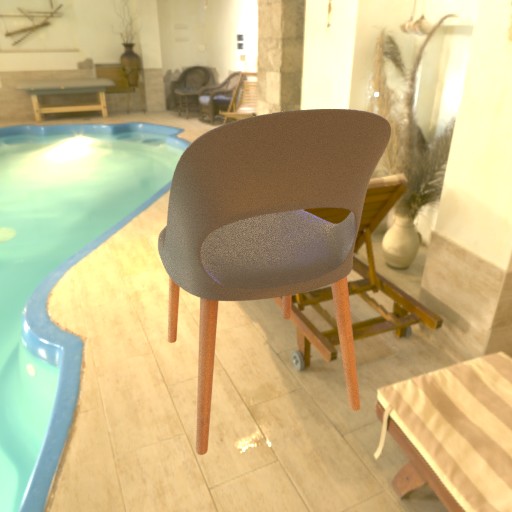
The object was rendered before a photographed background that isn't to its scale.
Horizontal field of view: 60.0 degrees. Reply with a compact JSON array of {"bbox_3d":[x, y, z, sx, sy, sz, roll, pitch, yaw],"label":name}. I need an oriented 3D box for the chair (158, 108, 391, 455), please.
[{"bbox_3d":[0.000,0.000,1.138,0.470,0.795,0.556,-9,28,-17],"label":"chair"}]
